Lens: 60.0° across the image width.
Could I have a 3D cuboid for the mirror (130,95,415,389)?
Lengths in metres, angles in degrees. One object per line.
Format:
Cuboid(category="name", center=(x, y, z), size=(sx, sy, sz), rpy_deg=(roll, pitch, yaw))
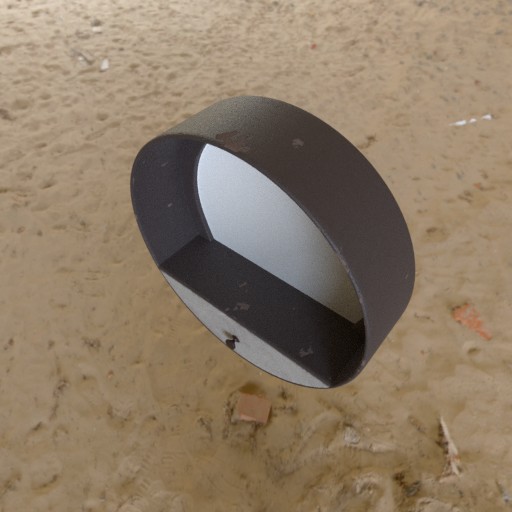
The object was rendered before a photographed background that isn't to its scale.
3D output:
Cuboid(category="mirror", center=(0.000, 0.000, 0.591), size=(0.386, 0.386, 0.126), rpy_deg=(31, 54, 25))
